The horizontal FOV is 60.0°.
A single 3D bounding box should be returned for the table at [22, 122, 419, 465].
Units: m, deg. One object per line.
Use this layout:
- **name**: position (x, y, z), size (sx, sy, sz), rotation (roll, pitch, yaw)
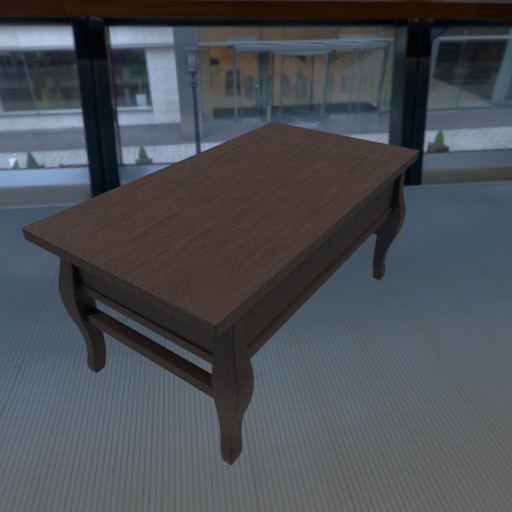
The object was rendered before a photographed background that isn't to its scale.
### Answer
- **table**: position (0.000, 0.000, 1.384), size (0.600, 0.494, 1.062), rotation (21, 38, 29)
